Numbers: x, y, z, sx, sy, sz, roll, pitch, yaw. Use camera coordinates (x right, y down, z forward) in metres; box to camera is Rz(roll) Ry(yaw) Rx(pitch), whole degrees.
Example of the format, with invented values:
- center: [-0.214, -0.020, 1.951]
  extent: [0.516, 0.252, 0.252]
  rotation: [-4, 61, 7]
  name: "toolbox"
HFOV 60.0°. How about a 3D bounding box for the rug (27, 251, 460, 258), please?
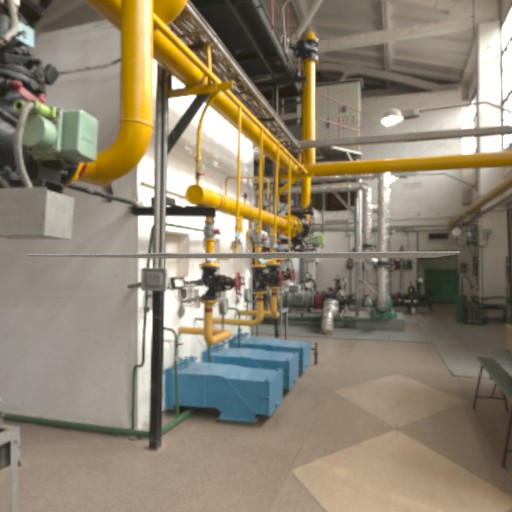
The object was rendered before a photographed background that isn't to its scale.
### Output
- center: [0.000, 0.000, 2.335]
  extent: [1.835, 0.012, 1.231]
  rotation: [0, -1, 18]
  name: "rug"
